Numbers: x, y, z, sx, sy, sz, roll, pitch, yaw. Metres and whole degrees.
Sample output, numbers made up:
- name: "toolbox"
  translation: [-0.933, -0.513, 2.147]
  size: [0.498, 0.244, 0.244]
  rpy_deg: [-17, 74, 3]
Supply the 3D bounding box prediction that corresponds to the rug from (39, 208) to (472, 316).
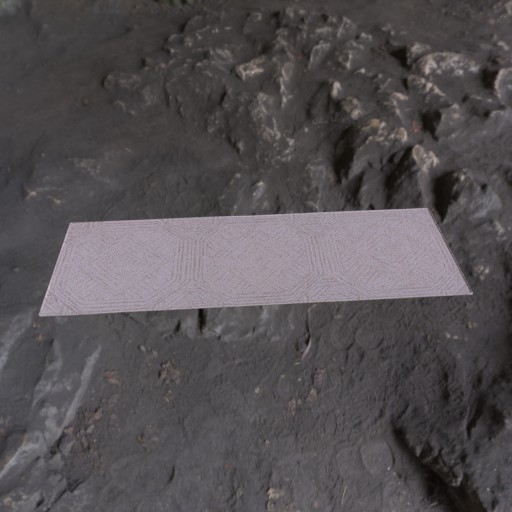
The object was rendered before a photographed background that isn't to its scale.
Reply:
- name: "rug"
  translation: [0.000, 0.000, 2.761]
  size: [2.452, 0.012, 0.775]
  rpy_deg: [-3, 46, -3]
